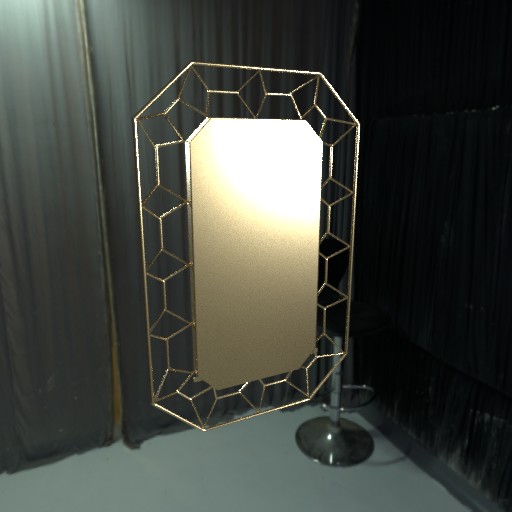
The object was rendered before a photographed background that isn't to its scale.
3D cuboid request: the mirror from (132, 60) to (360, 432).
[{"bbox_3d":[0.000,0.000,1.101,0.572,0.870,0.051,-7,16,-26],"label":"mirror"}]
